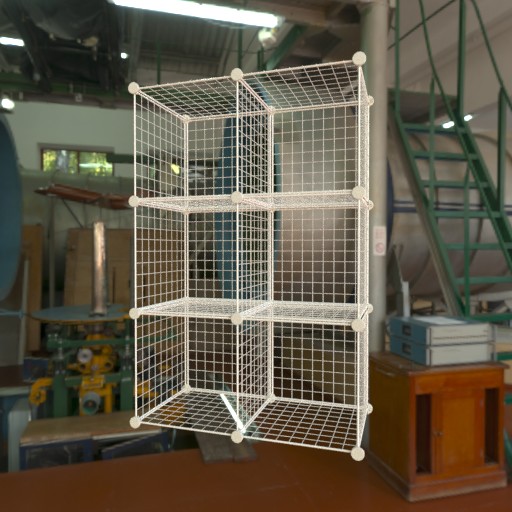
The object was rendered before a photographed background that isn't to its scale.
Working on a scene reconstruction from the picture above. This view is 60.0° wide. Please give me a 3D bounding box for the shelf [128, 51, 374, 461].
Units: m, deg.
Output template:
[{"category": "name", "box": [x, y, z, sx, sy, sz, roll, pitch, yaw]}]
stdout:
[{"category": "shelf", "box": [0.000, 0.000, 1.430, 0.711, 1.067, 0.356, 0, 1, 18]}]
